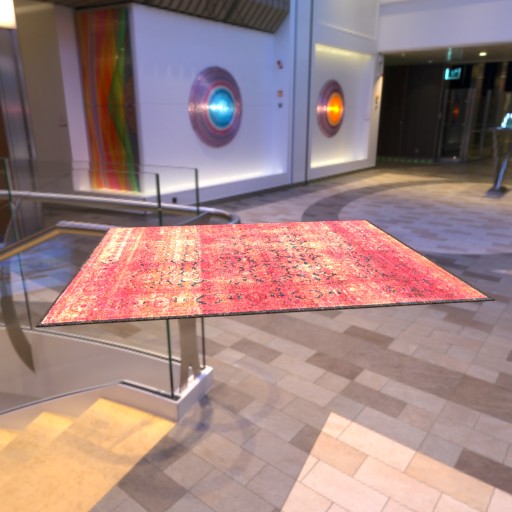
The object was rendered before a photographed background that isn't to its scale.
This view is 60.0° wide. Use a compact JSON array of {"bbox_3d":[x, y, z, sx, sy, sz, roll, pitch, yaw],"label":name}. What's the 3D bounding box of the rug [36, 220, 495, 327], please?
[{"bbox_3d":[0.000,0.000,4.021,3.032,0.020,2.411,-2,18,-7],"label":"rug"}]
